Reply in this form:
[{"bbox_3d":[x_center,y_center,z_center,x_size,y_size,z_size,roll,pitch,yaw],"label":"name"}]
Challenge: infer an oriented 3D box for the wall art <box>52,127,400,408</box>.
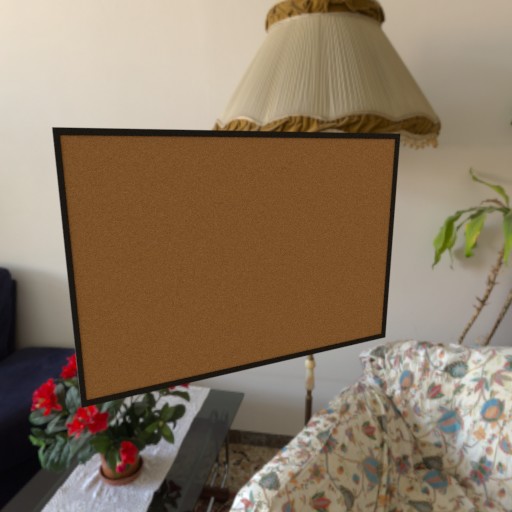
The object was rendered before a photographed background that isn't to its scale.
[{"bbox_3d":[0.000,0.000,0.845,0.664,0.458,0.013,-7,15,-25],"label":"wall art"}]
